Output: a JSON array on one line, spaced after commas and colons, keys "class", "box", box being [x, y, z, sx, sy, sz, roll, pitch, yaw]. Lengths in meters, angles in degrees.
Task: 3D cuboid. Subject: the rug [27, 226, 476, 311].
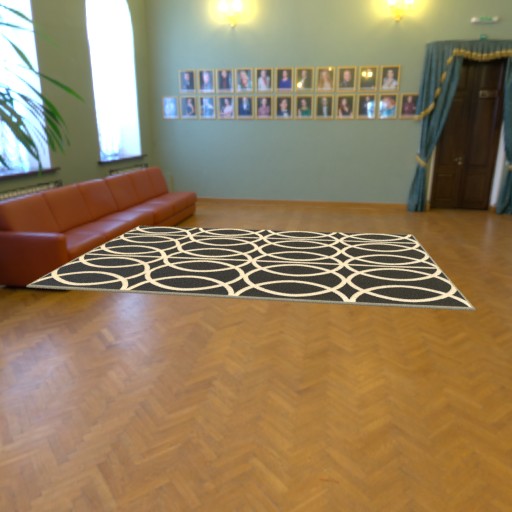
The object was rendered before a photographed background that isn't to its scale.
[{"class": "rug", "box": [0.000, 0.000, 2.942, 2.294, 0.014, 1.528, 2, 16, 8]}]
